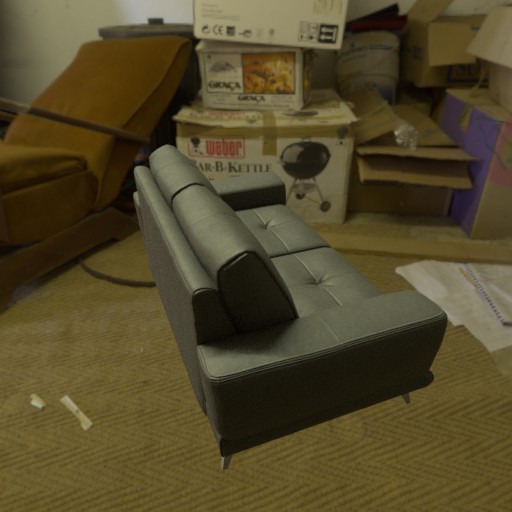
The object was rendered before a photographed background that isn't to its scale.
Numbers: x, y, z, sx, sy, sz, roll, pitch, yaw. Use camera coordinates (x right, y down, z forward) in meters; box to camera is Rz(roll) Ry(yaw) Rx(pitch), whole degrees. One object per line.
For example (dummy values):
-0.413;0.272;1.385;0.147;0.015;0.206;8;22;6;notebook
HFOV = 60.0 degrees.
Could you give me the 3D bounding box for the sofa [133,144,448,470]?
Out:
0.000;0.000;2.358;1.018;0.907;1.806;-12;33;-18;sofa
